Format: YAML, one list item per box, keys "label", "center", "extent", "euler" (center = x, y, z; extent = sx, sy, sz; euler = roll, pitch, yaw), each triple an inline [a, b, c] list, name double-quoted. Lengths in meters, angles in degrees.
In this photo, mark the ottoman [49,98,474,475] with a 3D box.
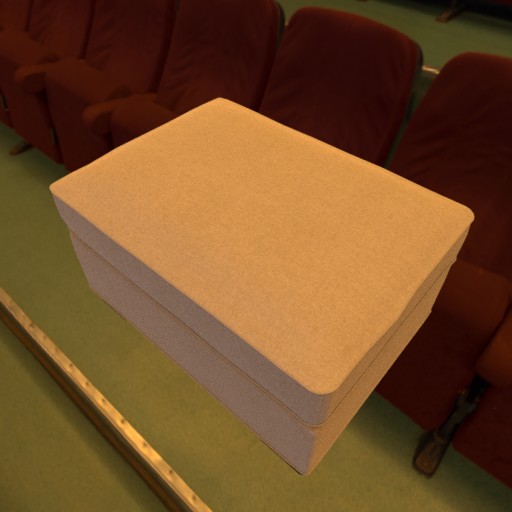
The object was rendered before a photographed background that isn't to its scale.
- label: "ottoman"
  center: [0.000, 0.000, 1.194]
  extent: [0.846, 0.503, 0.617]
  euler: [33, 55, 27]
